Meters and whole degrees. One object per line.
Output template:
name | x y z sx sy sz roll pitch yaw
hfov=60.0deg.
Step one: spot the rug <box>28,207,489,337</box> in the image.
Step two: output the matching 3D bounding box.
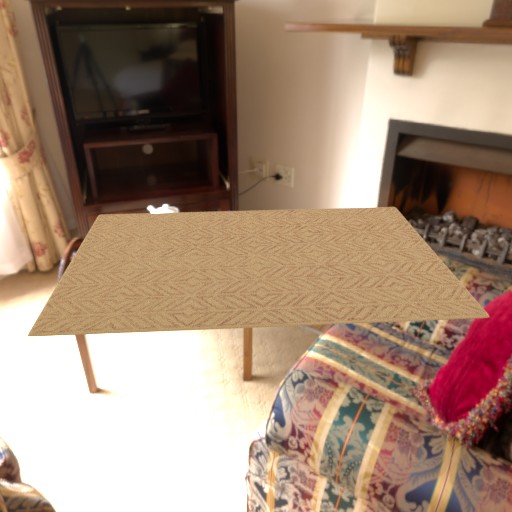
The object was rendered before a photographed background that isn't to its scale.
rug | 0.000 0.000 2.982 2.438 0.008 1.523 -2 29 -3
